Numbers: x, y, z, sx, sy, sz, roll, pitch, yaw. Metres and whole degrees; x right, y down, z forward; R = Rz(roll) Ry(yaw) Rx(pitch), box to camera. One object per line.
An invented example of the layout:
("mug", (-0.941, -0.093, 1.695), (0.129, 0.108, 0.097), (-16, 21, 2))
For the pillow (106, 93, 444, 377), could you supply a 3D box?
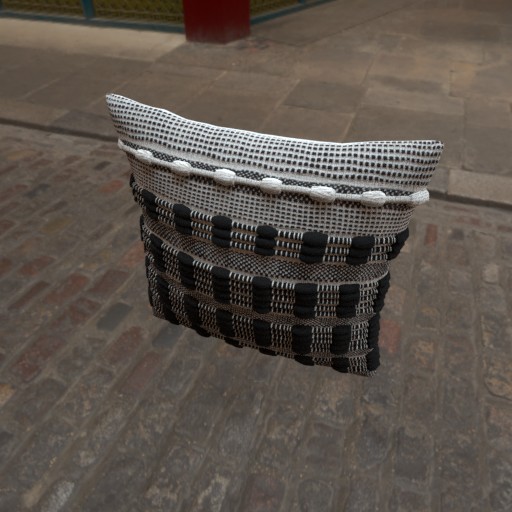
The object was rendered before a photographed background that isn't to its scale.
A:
("pillow", (0.000, 0.000, 0.673), (0.436, 0.438, 0.156), (13, 42, 15))
